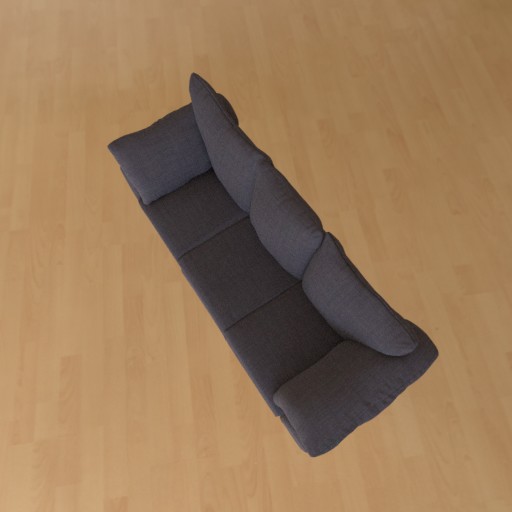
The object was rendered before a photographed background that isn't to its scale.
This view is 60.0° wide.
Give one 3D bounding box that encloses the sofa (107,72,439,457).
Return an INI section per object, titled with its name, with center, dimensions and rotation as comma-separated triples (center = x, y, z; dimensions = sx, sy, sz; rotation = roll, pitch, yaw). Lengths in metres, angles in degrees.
[sofa]
center = 0.000, 0.000, 2.862
dimensions = 0.883, 1.080, 2.336
rotation = -31, 69, -14
